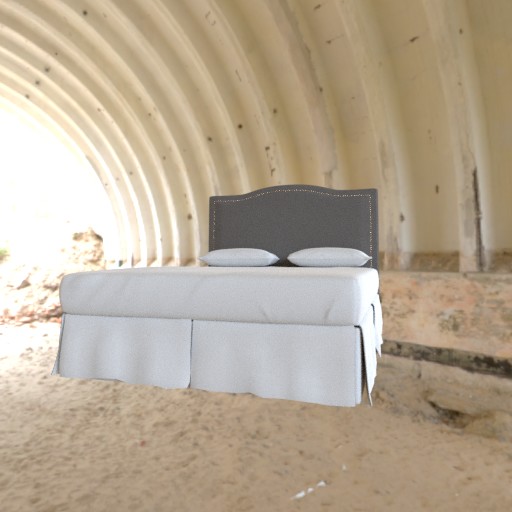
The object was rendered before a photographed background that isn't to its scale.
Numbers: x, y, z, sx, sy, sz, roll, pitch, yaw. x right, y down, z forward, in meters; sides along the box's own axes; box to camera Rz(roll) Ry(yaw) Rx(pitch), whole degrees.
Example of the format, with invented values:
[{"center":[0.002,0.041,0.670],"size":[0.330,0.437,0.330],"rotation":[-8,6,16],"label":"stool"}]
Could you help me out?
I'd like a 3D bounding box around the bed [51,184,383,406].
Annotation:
[{"center":[0.000,0.000,3.362],"size":[1.821,1.436,2.282],"rotation":[0,-1,18],"label":"bed"}]
